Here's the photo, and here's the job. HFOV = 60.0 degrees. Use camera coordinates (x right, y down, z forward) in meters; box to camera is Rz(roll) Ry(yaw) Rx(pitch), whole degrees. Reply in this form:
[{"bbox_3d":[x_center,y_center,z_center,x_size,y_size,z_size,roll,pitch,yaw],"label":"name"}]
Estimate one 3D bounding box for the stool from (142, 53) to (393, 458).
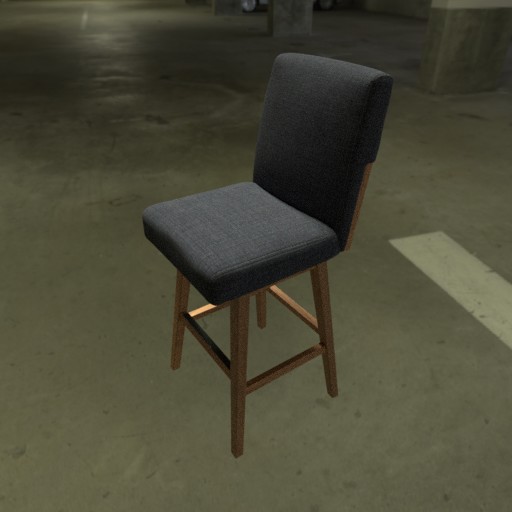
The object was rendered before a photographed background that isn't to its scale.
[{"bbox_3d":[0.000,0.000,1.403,0.570,1.112,0.483,-21,38,-29],"label":"stool"}]
